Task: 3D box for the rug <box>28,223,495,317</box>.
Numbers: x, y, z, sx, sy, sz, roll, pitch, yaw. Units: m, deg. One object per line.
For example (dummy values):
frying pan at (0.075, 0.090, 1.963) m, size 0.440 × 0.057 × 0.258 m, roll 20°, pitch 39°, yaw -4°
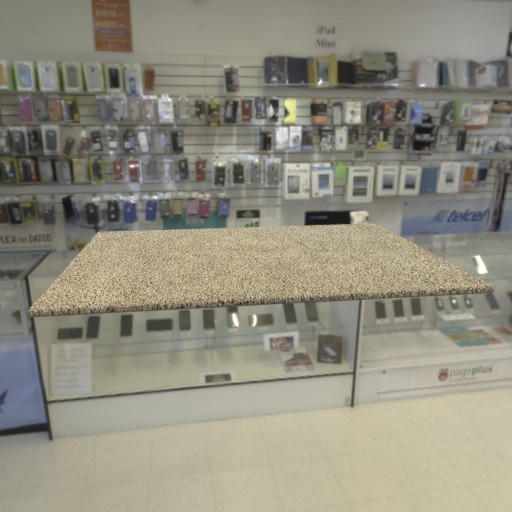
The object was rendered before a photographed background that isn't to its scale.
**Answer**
rug at (0.000, 0.000, 2.235) m, size 1.778 × 0.030 × 1.219 m, roll -2°, pitch 16°, yaw -7°
